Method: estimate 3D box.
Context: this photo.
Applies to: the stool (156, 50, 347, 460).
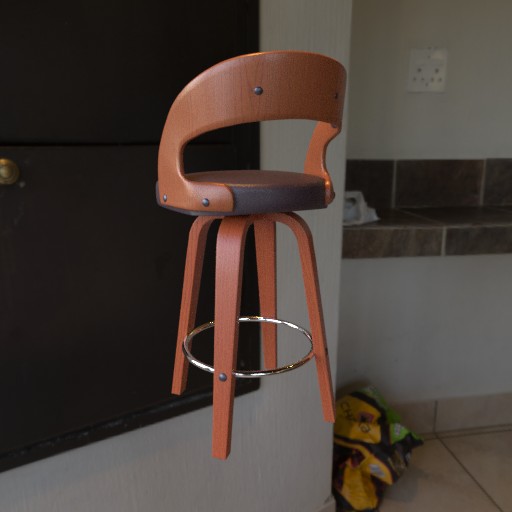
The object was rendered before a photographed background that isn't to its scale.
[{"bbox_3d":[0.000,0.000,1.193,0.457,0.940,0.457,-7,15,-27],"label":"stool"}]
